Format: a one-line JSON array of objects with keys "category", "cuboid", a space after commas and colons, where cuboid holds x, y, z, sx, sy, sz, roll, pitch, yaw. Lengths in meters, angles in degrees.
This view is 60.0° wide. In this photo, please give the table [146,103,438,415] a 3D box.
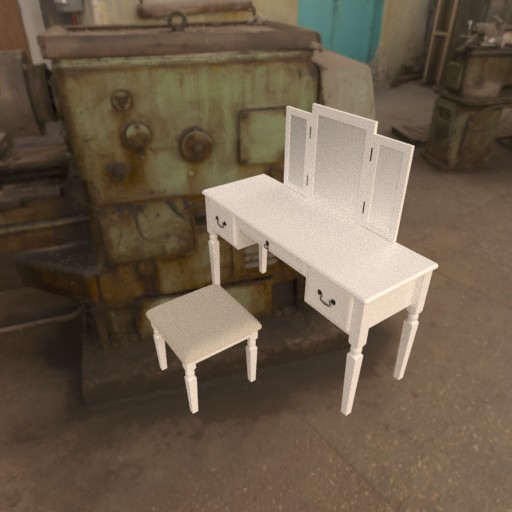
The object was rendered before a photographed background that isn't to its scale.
[{"category": "table", "cuboid": [0.000, 0.000, 2.300, 1.115, 1.310, 1.369, -21, 38, -29]}]
